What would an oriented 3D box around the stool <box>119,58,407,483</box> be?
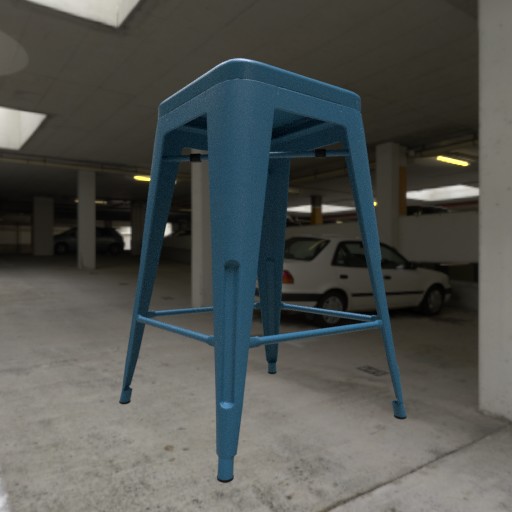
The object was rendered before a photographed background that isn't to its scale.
[{"bbox_3d":[0.000,0.000,0.872,0.410,0.608,0.410,0,0,-36],"label":"stool"}]
